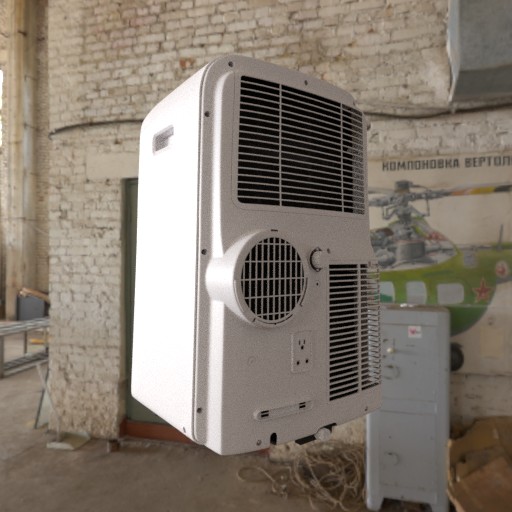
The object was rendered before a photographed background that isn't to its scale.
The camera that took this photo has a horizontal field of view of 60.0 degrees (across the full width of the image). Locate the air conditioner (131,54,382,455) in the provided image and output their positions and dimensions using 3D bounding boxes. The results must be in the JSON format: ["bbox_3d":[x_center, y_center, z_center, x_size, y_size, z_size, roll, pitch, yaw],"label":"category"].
[{"bbox_3d":[0.000,0.000,1.054,0.478,0.765,0.467,0,0,-38],"label":"air conditioner"}]
